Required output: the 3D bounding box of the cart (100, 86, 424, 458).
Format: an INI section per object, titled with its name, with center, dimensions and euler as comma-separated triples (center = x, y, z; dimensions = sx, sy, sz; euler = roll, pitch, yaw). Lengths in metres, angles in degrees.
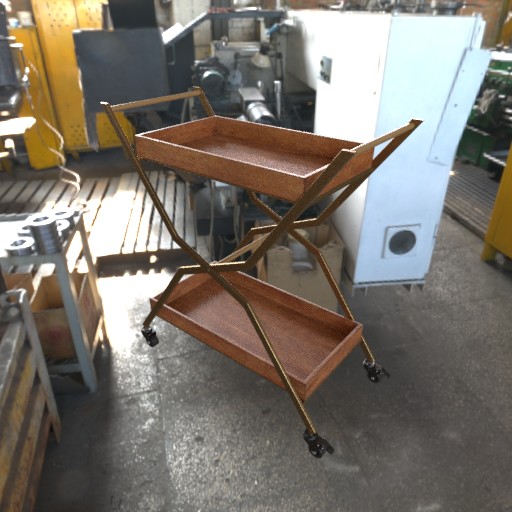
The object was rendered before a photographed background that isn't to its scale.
[cart]
center = 0.000, 0.000, 1.372
dimensions = 0.836, 0.869, 0.405
euler = 22, 36, 33
